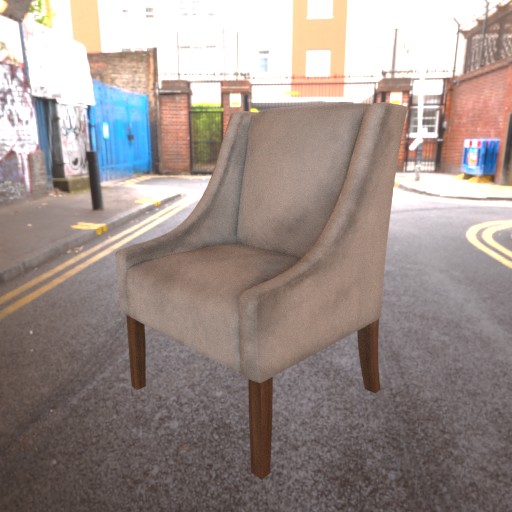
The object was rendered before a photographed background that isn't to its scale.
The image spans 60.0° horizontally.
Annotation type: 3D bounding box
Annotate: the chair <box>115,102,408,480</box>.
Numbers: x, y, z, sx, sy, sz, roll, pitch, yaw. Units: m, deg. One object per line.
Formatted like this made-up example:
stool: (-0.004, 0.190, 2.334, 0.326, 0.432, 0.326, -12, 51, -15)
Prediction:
chair: (0.000, 0.000, 1.353, 0.629, 0.895, 0.629, 14, 20, 43)
